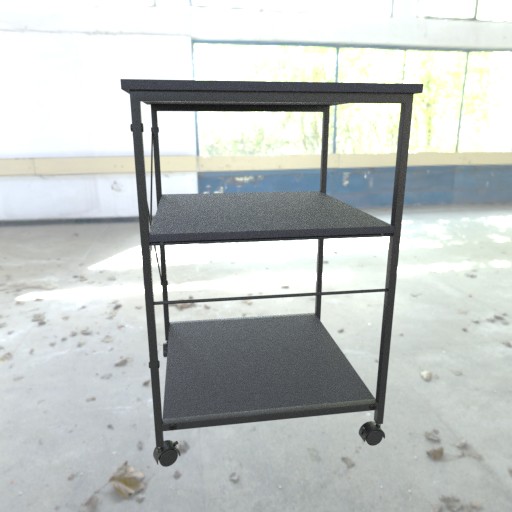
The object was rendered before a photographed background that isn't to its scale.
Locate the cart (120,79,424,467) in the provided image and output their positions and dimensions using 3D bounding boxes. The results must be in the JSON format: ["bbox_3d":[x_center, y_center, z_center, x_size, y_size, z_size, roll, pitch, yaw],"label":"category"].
[{"bbox_3d":[0.000,0.000,1.099,0.520,0.762,0.521,-2,16,-9],"label":"cart"}]
